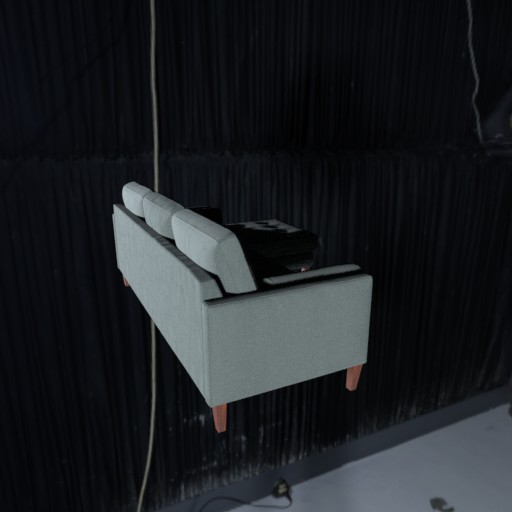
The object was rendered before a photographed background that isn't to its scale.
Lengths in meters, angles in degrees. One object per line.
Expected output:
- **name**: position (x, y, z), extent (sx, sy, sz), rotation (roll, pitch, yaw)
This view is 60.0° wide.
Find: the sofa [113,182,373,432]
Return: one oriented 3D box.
- **sofa**: position (0.000, 0.000, 3.004), extent (1.506, 0.876, 2.178), rotation (-8, 18, -25)
